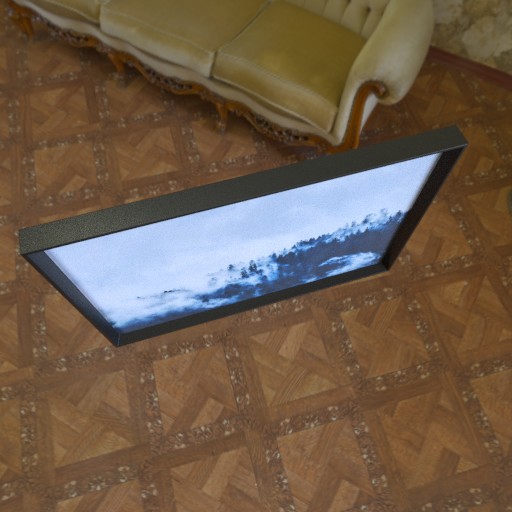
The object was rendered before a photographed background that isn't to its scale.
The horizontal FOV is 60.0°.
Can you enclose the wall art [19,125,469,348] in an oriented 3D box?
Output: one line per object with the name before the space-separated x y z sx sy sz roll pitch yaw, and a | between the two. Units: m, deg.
wall art | 0.000 0.000 1.187 0.939 0.640 0.058 -15 64 -8
